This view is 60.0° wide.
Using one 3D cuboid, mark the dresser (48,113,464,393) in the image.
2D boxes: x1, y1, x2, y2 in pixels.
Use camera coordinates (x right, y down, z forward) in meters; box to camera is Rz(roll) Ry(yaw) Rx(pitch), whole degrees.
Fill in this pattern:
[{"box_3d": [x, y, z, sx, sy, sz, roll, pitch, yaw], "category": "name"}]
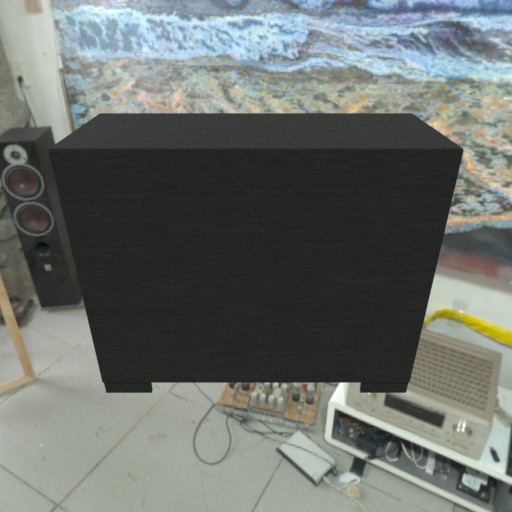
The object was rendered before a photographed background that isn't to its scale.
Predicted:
[{"box_3d": [0.000, 0.000, 1.435, 0.994, 0.816, 0.404, 0, 29, 0], "category": "dresser"}]
